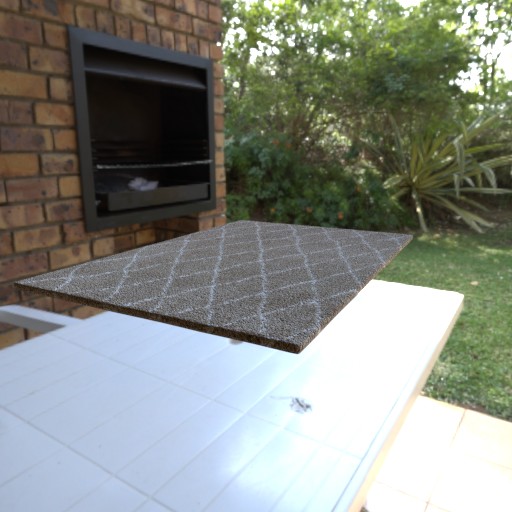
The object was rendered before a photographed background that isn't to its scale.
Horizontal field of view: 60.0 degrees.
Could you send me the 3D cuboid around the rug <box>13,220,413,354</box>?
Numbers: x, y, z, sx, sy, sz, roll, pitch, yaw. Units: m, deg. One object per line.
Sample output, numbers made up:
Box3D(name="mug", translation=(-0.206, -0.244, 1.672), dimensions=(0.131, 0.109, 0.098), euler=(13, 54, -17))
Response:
Box3D(name="rug", translation=(0.000, 0.000, 2.217), dimensions=(1.219, 0.030, 1.778), euler=(7, 15, 27))
